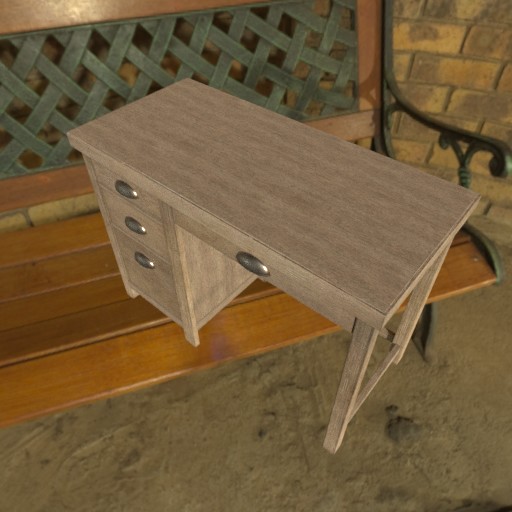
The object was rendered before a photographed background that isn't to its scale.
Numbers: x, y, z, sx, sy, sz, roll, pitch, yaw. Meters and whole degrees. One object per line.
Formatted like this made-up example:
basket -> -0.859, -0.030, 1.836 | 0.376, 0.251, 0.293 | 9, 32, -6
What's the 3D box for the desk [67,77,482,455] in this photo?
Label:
desk -> 0.000, 0.000, 1.799 | 1.289, 0.912, 0.610 | 31, 53, 27
